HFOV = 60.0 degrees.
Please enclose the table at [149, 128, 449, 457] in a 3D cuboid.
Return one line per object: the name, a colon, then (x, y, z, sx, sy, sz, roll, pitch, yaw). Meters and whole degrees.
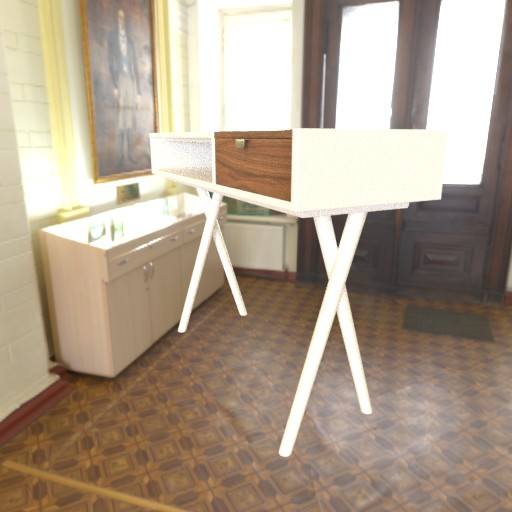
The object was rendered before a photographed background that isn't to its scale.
table: (0.000, 0.000, 1.454, 0.418, 0.785, 1.066, -8, 17, -26)
